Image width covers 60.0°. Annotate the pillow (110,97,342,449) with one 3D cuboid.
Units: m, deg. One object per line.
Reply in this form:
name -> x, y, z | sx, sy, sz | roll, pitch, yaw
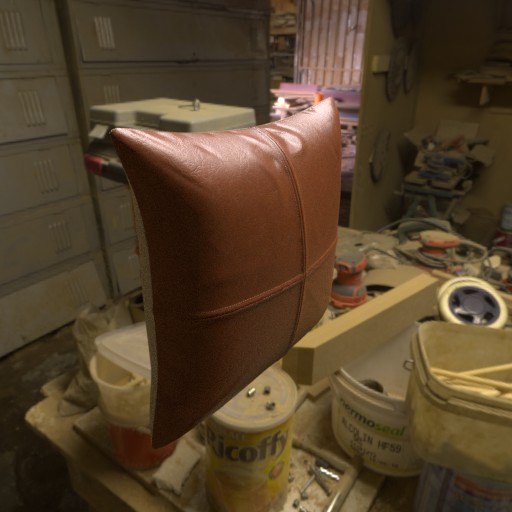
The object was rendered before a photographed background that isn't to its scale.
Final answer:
pillow -> 0.000, 0.000, 0.751 | 0.192, 0.477, 0.501 | 17, 30, 33
